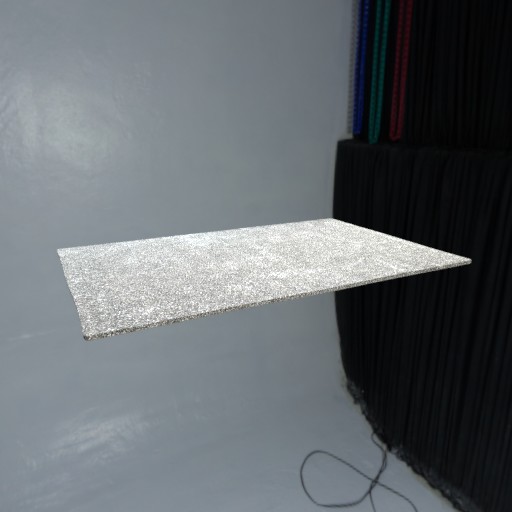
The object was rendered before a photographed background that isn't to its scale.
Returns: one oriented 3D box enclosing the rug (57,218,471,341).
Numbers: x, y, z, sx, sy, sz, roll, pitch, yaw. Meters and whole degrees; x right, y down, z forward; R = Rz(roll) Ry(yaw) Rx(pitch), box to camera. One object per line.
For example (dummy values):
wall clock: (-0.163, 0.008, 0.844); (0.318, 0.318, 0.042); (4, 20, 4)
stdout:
rug: (0.000, 0.000, 2.961); (2.350, 0.025, 1.502); (-8, 18, -26)
